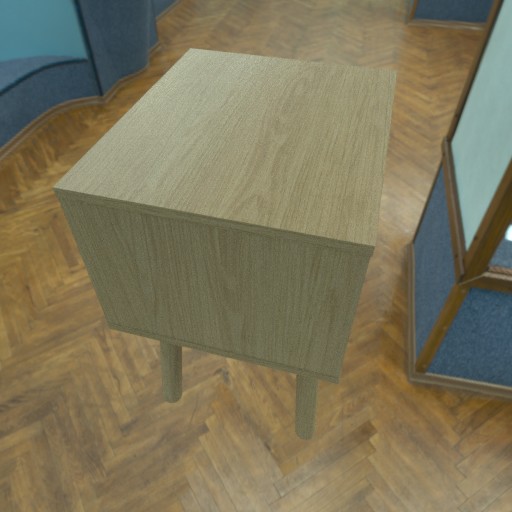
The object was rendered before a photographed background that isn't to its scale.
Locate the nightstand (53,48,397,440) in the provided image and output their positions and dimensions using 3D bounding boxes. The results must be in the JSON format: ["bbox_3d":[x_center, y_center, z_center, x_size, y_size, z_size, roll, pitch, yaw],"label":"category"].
[{"bbox_3d":[0.000,0.000,0.849,0.380,0.571,0.450,11,46,11],"label":"nightstand"}]
